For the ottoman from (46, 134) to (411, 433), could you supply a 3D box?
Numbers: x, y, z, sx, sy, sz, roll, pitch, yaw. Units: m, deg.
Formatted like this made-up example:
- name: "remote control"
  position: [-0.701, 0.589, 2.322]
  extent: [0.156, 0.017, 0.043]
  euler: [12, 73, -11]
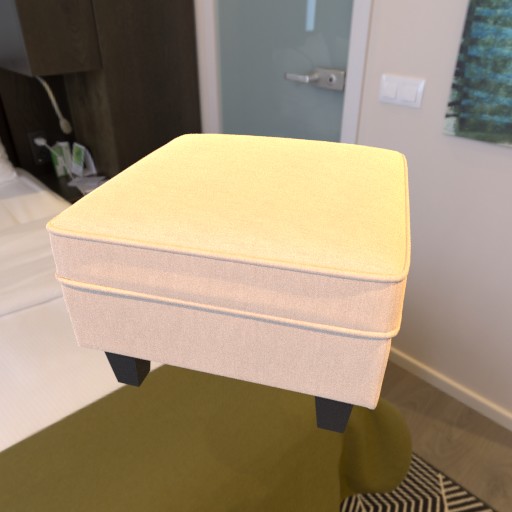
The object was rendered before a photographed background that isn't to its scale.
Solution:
- name: "ottoman"
  position: [0.000, 0.000, 1.011]
  extent: [0.616, 0.438, 0.613]
  euler: [8, 31, 13]
